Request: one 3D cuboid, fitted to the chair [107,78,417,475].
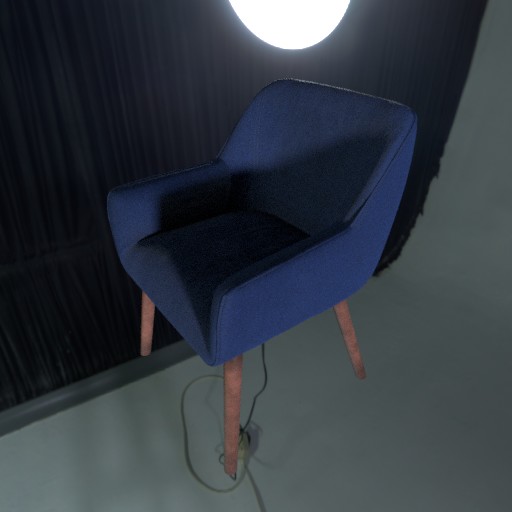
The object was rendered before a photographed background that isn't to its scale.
[{"bbox_3d":[0.000,0.000,1.223,0.600,0.820,0.600,-21,37,-30],"label":"chair"}]
